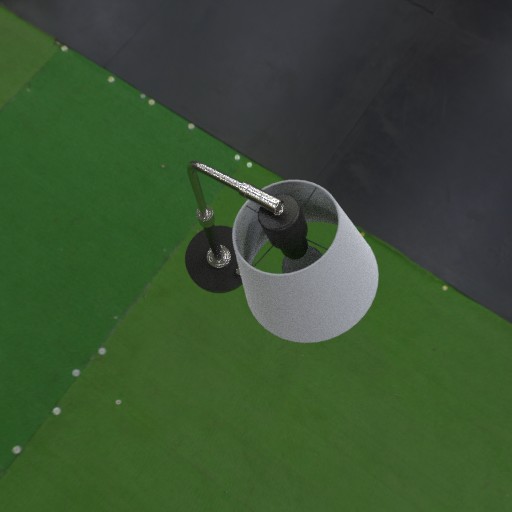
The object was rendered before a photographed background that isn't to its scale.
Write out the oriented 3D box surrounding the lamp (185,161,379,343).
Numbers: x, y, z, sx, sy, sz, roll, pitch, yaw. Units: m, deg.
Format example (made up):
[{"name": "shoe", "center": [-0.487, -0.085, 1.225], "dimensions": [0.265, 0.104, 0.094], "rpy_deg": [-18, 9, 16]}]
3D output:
[{"name": "lamp", "center": [0.000, 0.000, 0.703], "dimensions": [0.348, 0.539, 0.181], "rpy_deg": [36, 78, 9]}]
